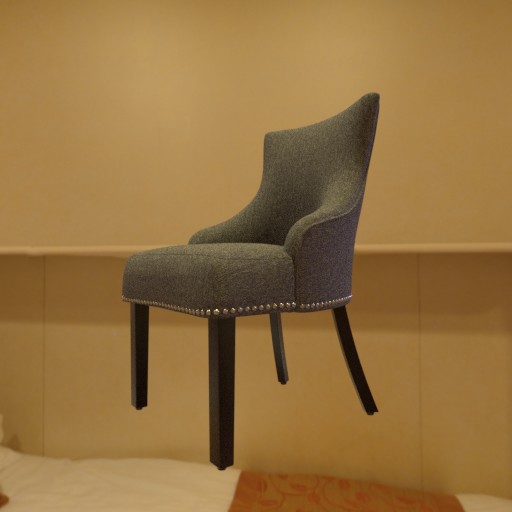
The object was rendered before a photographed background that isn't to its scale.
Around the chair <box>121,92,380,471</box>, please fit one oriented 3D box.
[{"bbox_3d":[0.000,0.000,1.282,0.629,0.909,0.566,1,-1,-36],"label":"chair"}]
